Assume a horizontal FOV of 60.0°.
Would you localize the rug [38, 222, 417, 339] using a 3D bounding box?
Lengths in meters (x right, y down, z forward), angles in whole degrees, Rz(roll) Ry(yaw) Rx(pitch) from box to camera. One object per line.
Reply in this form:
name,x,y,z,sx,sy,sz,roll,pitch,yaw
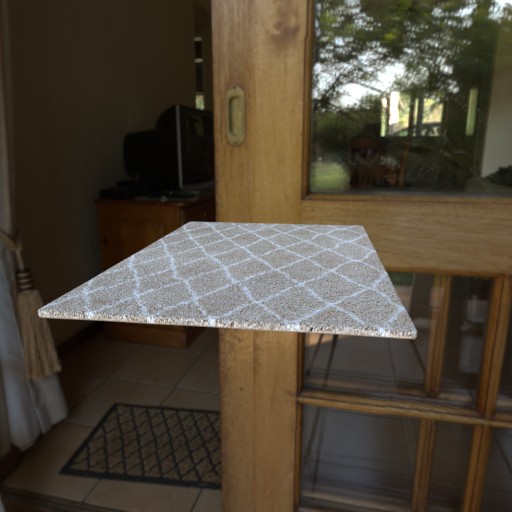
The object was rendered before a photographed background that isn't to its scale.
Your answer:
rug,0.000,0.000,2.239,1.219,0.030,1.778,2,14,8
